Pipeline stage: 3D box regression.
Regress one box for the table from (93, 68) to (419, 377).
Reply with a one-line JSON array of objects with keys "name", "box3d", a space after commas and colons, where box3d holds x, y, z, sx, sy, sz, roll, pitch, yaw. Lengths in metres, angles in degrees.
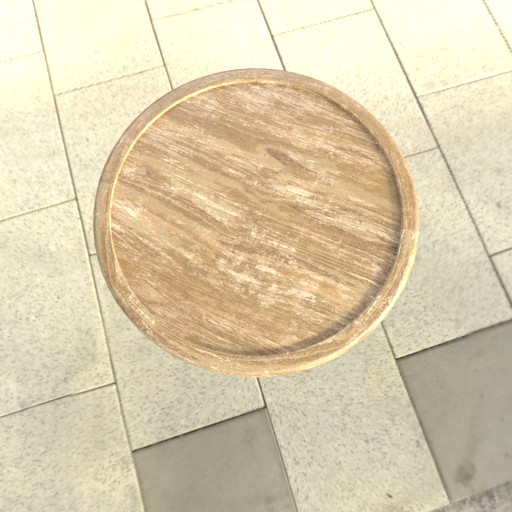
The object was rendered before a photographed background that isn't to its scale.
[{"name": "table", "box3d": [0.000, 0.000, 0.780, 0.407, 0.482, 0.407, 0, 75, 0]}]
